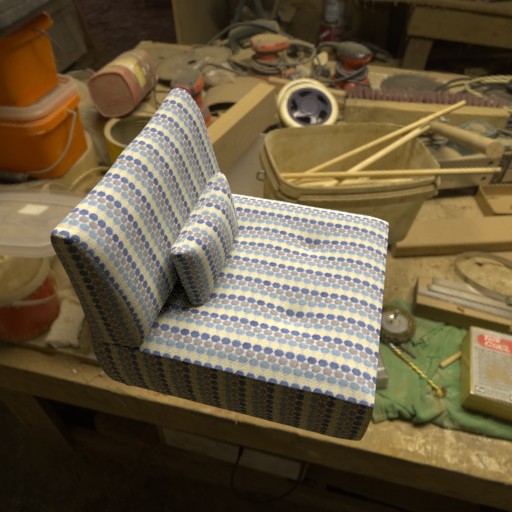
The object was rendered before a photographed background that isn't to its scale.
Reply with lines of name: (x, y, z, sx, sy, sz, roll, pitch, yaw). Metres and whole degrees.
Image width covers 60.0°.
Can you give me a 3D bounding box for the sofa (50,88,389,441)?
sofa: (0.000, 0.000, 1.693, 1.000, 0.830, 0.930, 11, 47, 10)
